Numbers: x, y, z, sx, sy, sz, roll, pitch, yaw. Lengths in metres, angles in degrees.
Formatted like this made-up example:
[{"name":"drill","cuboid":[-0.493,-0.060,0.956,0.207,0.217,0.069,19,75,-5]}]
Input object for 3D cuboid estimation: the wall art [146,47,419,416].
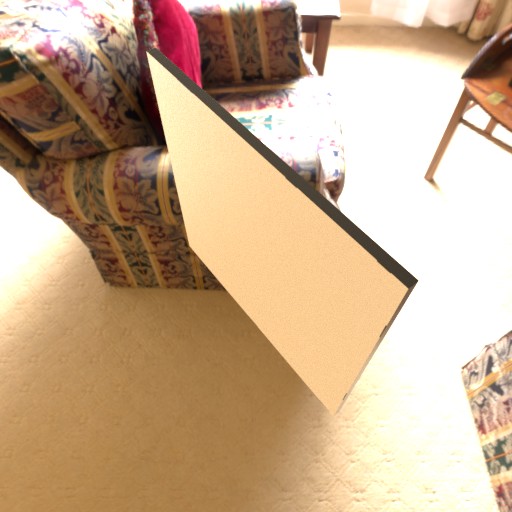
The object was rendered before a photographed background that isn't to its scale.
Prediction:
[{"name":"wall art","cuboid":[0.000,0.000,0.665,0.014,0.445,0.446,-33,63,-20]}]
